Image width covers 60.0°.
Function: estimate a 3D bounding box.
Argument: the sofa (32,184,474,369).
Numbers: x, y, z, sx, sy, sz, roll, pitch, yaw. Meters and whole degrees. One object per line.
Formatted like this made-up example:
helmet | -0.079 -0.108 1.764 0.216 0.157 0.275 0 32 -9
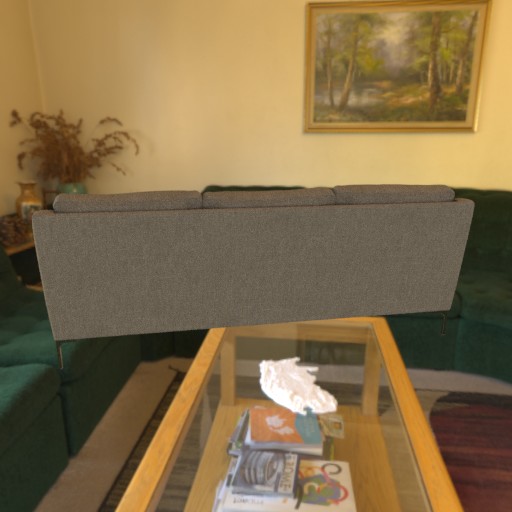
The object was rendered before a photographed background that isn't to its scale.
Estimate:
sofa | 0.000 0.000 2.475 2.060 0.837 0.849 -3 15 -10
